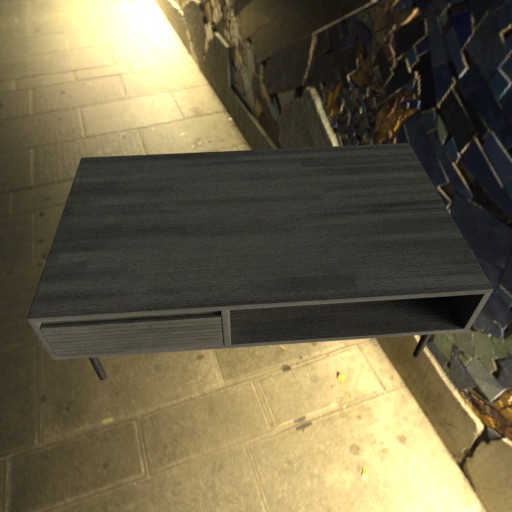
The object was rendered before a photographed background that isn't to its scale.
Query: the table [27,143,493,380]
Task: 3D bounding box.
[{"bbox_3d":[0.000,0.000,1.371,1.088,0.347,0.643,-3,46,-3],"label":"table"}]
